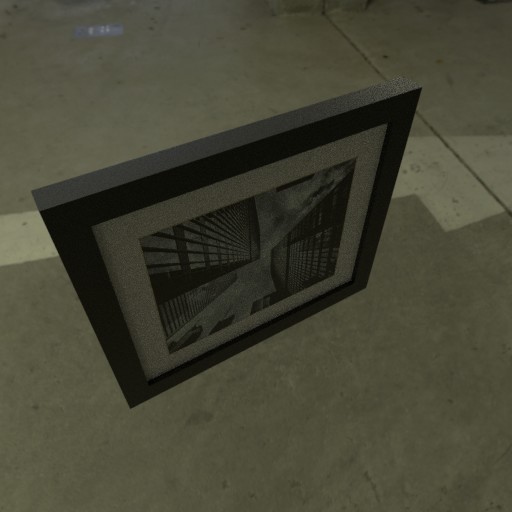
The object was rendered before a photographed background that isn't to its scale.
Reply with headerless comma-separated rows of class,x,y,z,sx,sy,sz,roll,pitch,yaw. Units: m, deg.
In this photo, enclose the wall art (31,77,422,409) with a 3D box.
wall art,0.000,0.000,0.510,0.381,0.321,0.028,-23,51,-21
